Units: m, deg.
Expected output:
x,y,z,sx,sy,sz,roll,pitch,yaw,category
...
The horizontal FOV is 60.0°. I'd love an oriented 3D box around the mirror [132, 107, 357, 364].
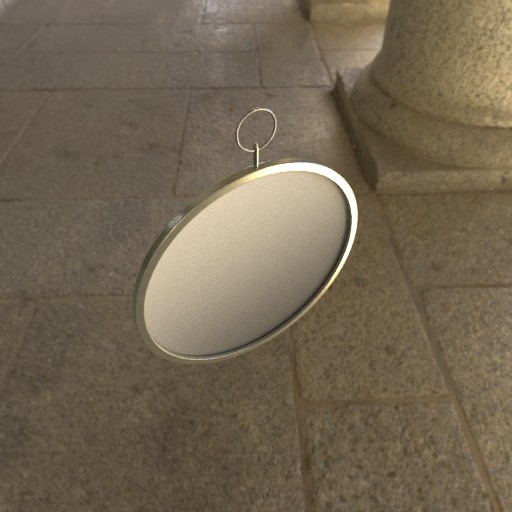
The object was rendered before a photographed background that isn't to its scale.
x,y,z,sx,sy,sz,roll,pitch,yaw,category
0.000,0.000,1.009,0.594,0.713,0.020,-23,49,-21,mirror
